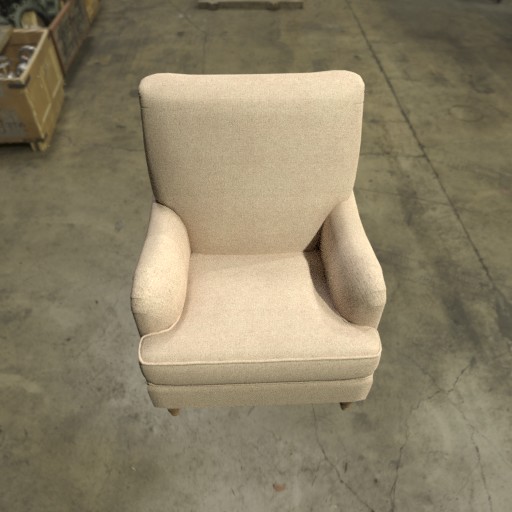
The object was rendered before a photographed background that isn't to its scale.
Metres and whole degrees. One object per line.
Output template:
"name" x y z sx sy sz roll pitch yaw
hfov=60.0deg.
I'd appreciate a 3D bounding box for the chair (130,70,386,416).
"chair" 0.000 0.000 1.778 0.879 1.119 0.953 -2 46 -2
